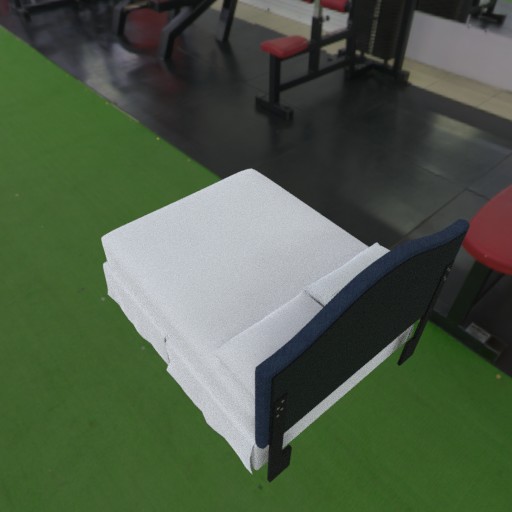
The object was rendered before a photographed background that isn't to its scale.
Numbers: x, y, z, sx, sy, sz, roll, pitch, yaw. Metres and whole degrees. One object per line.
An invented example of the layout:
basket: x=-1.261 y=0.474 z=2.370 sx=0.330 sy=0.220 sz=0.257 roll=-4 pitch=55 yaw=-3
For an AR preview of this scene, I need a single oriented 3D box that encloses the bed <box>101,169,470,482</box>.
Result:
bed: x=0.000 y=0.000 z=3.272 sx=1.725 sy=1.518 sz=2.153 roll=-30 pitch=52 yaw=-27
